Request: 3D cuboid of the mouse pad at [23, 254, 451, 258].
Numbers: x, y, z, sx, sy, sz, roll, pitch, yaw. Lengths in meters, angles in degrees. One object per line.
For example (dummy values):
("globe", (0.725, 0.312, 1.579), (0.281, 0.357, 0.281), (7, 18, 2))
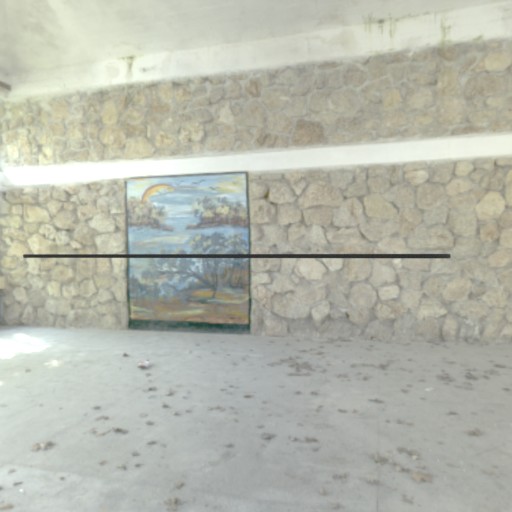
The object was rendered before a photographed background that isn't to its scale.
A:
("mouse pad", (0.000, 0.000, 0.334), (0.249, 0.002, 0.211), (0, 0, 16))
